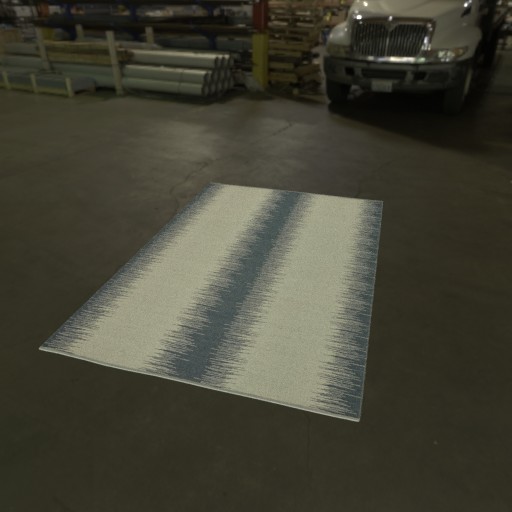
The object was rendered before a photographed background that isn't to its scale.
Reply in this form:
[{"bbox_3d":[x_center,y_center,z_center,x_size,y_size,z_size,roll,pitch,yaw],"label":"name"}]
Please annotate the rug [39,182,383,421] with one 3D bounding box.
[{"bbox_3d":[0.000,0.000,2.344,1.234,0.006,1.854,8,32,14],"label":"rug"}]
